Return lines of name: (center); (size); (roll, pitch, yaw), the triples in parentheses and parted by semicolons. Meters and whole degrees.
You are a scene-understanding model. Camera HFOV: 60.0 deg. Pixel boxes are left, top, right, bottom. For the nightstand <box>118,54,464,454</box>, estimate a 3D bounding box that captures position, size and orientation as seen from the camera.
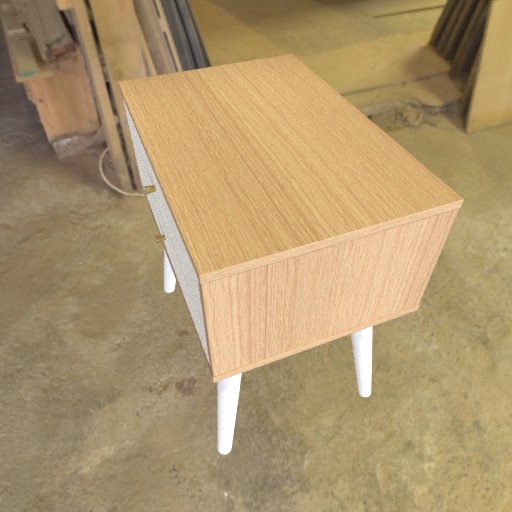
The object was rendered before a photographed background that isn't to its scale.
nightstand: (0.000, 0.000, 0.978); (0.407, 0.610, 0.571); (-16, 47, -15)
